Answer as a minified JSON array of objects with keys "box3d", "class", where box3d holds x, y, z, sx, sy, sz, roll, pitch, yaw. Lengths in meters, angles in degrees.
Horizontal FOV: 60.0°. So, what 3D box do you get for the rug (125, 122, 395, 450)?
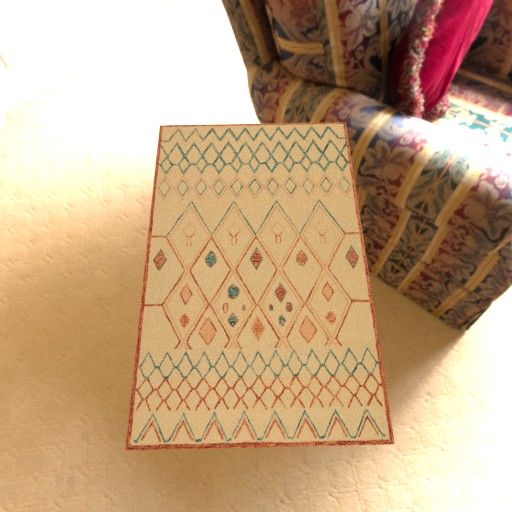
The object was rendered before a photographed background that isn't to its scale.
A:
[{"box3d":[0.000,0.000,3.069,1.524,0.015,2.438,-1,63,-1],"class":"rug"}]
